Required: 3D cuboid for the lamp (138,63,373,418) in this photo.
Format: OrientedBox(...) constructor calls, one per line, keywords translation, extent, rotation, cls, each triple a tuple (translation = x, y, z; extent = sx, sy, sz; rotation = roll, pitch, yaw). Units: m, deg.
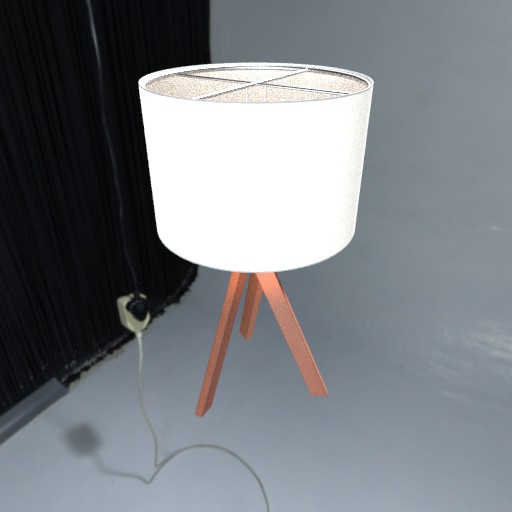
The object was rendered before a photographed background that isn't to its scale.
OrientedBox(translation=(0.000, 0.000, 0.909), extent=(0.380, 0.686, 0.380), rotation=(19, 35, 28), cls="lamp")
